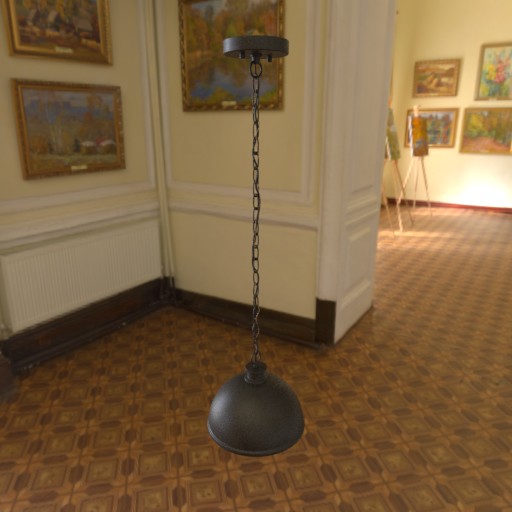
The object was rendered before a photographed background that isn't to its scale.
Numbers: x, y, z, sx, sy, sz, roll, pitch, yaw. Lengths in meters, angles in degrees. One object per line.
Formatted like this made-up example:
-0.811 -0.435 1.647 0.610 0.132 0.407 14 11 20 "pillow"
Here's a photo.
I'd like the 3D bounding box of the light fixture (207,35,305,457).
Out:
0.000 0.000 1.234 0.304 1.090 0.304 -16 23 -42 "light fixture"
